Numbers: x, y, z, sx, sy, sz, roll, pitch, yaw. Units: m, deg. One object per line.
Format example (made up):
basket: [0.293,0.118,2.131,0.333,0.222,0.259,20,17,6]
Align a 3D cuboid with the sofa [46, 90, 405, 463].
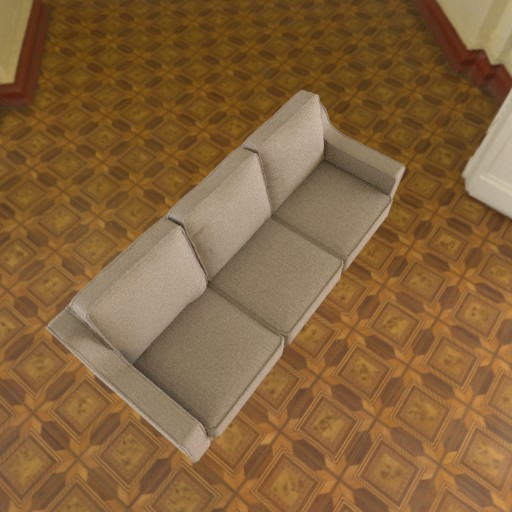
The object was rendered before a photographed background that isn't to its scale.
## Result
sofa: [0.000,0.000,2.642,0.899,0.950,2.129,33,64,19]
